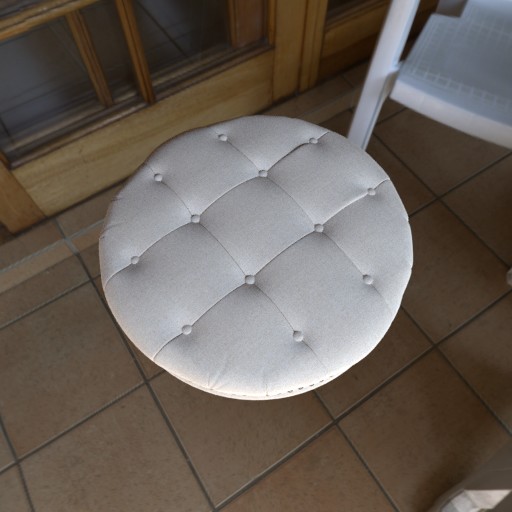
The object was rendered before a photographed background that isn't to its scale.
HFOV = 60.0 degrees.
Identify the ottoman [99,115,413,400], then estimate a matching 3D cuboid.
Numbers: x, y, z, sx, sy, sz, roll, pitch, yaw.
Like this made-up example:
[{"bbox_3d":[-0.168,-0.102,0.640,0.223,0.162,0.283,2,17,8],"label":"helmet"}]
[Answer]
[{"bbox_3d":[0.000,0.000,1.469,0.940,0.483,0.940,0,63,0],"label":"ottoman"}]
